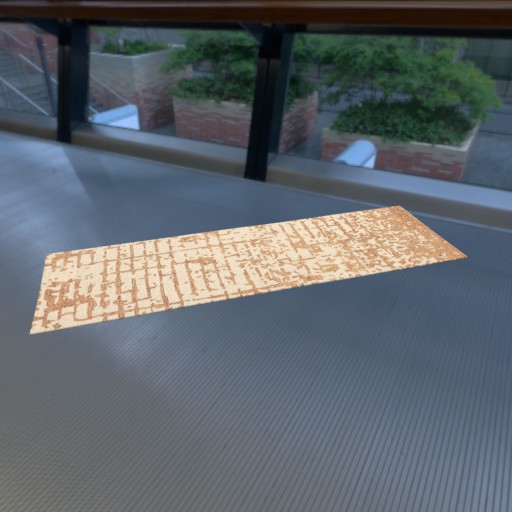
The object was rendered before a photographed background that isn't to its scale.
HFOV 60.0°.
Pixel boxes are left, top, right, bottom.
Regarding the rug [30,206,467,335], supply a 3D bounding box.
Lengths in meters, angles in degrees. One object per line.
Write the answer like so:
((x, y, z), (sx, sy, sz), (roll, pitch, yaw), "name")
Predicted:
((0.000, 0.000, 2.678), (2.435, 0.011, 0.750), (-9, 33, -14), "rug")
